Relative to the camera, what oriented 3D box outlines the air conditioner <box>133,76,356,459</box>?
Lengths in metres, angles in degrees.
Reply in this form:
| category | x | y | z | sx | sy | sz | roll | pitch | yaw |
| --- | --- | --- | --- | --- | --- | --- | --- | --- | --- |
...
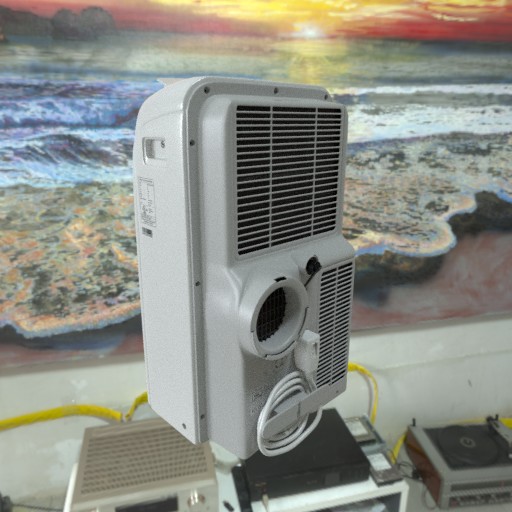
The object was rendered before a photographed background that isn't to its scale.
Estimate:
| category | x | y | z | sx | sy | sz | roll | pitch | yaw |
| --- | --- | --- | --- | --- | --- | --- | --- | --- | --- |
| air conditioner | 0.000 | 0.000 | 1.041 | 0.449 | 0.786 | 0.414 | -16 | 23 | -42 |
